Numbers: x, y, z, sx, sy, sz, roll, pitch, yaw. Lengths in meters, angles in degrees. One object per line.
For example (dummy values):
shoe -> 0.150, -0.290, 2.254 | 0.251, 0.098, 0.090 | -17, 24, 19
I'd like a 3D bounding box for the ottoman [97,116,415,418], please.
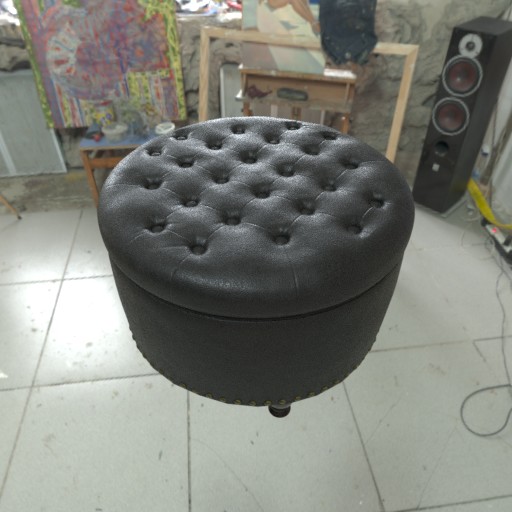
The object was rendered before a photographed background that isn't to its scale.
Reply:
ottoman -> 0.000, 0.000, 1.039 | 0.637, 0.442, 0.637 | 0, 41, 0
